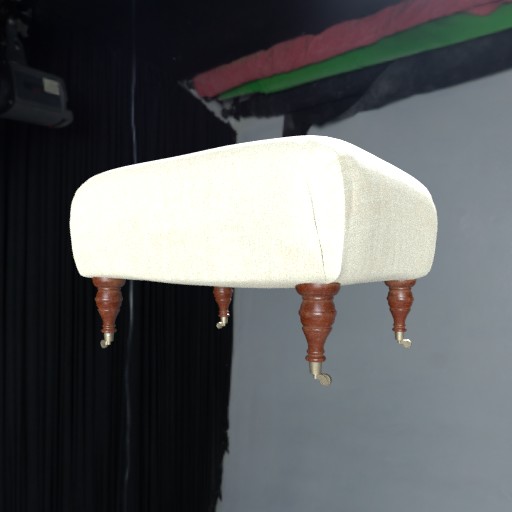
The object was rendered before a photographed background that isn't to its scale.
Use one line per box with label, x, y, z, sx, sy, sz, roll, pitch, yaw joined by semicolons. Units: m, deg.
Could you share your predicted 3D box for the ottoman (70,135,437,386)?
ottoman;0.000;0.000;1.102;0.747;0.450;0.622;-1;-2;36
